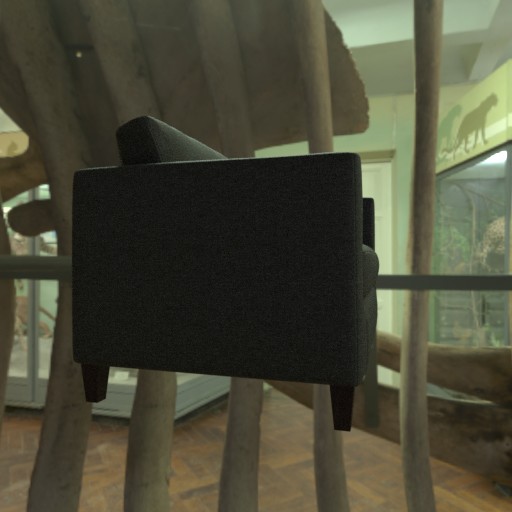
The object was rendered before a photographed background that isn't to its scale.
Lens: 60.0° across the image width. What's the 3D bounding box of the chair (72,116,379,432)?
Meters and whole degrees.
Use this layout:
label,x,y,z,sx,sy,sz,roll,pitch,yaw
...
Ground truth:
label,x,y,z,sx,sy,sz,roll,pitch,yaw
chair,0.000,0.000,1.809,0.959,0.963,1.107,0,0,17
